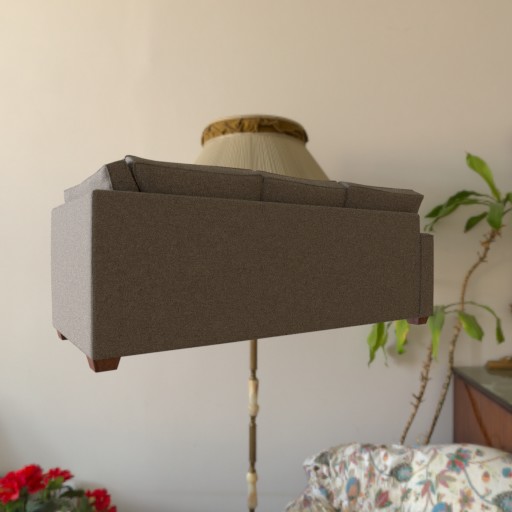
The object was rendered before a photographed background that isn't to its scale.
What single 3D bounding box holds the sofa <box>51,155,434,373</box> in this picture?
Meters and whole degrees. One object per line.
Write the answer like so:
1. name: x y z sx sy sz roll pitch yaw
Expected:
1. sofa: 0.000 0.000 2.885 2.317 0.962 1.061 0 1 -34
